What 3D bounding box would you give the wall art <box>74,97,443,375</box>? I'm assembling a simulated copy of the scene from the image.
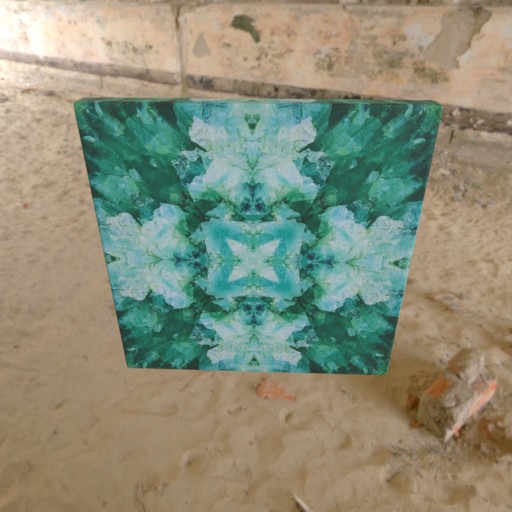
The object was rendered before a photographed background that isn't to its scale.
[{"bbox_3d":[0.000,0.000,0.751,0.507,0.508,0.038,1,31,2],"label":"wall art"}]
